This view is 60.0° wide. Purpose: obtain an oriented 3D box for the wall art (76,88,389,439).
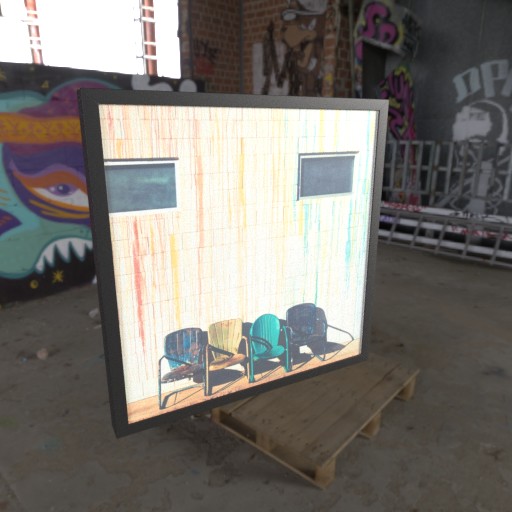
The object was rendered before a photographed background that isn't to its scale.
[{"bbox_3d":[0.000,0.000,0.742,0.506,0.506,0.037,-9,18,-27],"label":"wall art"}]
